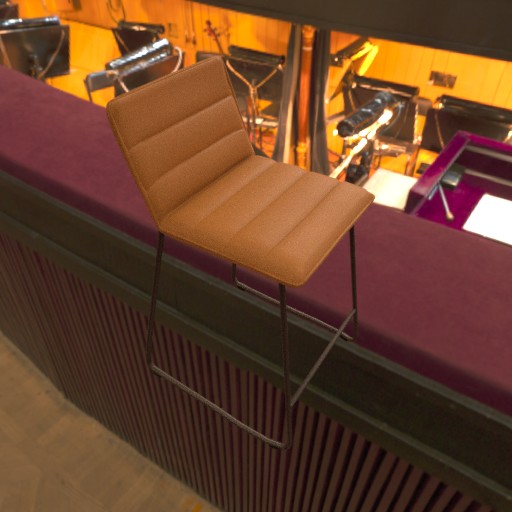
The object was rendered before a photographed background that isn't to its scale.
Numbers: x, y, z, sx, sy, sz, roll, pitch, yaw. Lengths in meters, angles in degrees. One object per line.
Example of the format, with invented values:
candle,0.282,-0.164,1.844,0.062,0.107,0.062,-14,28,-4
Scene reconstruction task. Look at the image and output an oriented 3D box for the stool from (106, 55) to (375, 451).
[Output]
stool,0.000,0.000,1.190,0.524,0.866,0.489,23,46,25
